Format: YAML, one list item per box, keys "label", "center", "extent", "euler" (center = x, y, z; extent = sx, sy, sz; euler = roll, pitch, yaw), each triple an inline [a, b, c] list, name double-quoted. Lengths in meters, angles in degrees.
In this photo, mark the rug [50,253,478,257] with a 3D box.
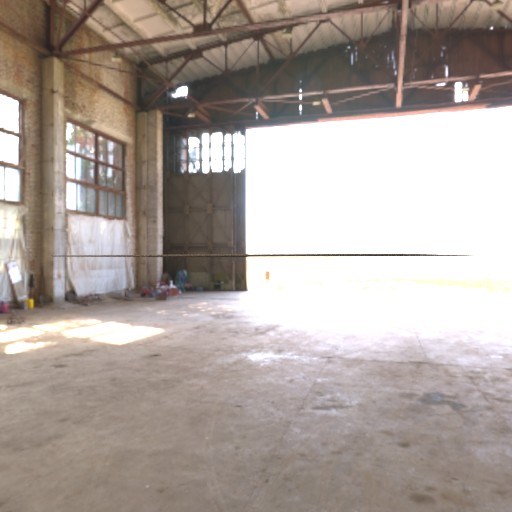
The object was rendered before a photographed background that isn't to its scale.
- label: "rug"
  center: [0.000, 0.000, 2.952]
  extent: [2.438, 0.008, 1.523]
  euler: [0, 0, 36]
